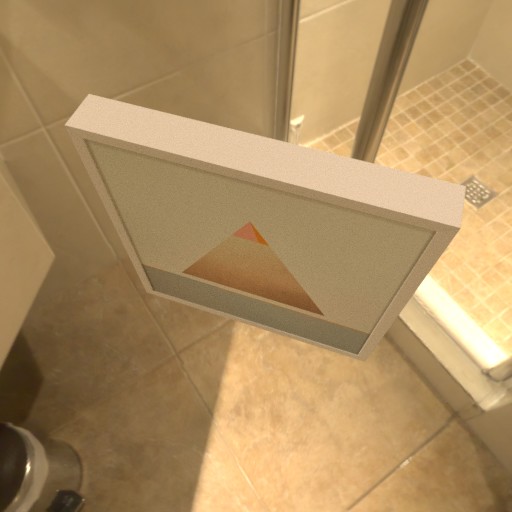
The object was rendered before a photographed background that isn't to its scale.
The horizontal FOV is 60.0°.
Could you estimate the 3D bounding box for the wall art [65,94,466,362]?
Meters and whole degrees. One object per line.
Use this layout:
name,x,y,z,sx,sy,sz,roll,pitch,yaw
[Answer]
wall art,0.000,0.000,0.465,0.305,0.304,0.038,16,61,9
